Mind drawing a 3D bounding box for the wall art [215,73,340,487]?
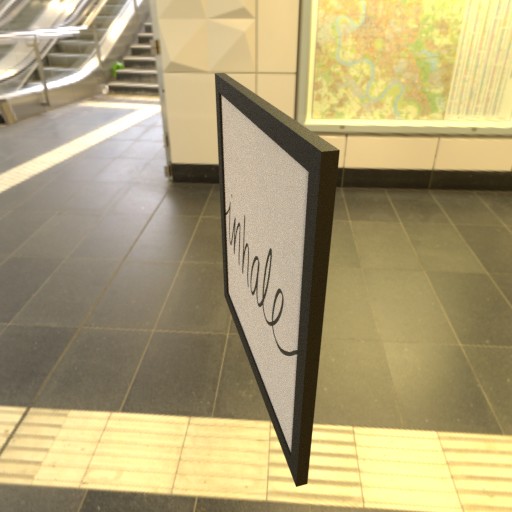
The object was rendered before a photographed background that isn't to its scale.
[{"bbox_3d":[0.000,0.000,0.521,0.013,0.356,0.356,-8,31,-13],"label":"wall art"}]
